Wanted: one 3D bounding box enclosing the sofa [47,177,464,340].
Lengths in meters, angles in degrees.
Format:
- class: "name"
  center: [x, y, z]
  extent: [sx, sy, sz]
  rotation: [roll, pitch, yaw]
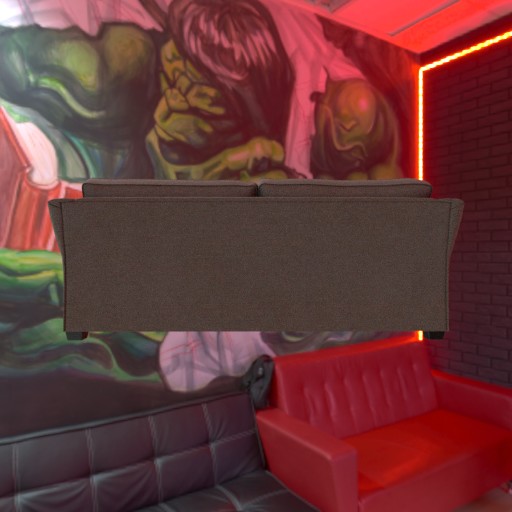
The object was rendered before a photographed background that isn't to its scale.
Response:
- class: "sofa"
  center: [0.000, 0.000, 2.844]
  extent: [2.270, 0.906, 0.986]
  rotation: [0, 0, 0]
